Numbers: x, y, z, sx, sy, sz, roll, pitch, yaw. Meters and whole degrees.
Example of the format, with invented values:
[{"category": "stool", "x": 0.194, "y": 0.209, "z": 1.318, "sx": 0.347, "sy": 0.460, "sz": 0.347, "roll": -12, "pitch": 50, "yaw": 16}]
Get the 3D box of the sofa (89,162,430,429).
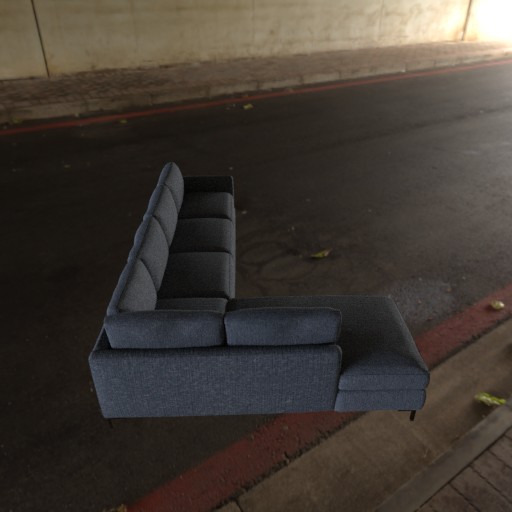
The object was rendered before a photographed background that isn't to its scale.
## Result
[{"category": "sofa", "x": 0.000, "y": 0.000, "z": 3.852, "sx": 2.007, "sy": 0.815, "sz": 2.949, "roll": -1, "pitch": 31, "yaw": -2}]
